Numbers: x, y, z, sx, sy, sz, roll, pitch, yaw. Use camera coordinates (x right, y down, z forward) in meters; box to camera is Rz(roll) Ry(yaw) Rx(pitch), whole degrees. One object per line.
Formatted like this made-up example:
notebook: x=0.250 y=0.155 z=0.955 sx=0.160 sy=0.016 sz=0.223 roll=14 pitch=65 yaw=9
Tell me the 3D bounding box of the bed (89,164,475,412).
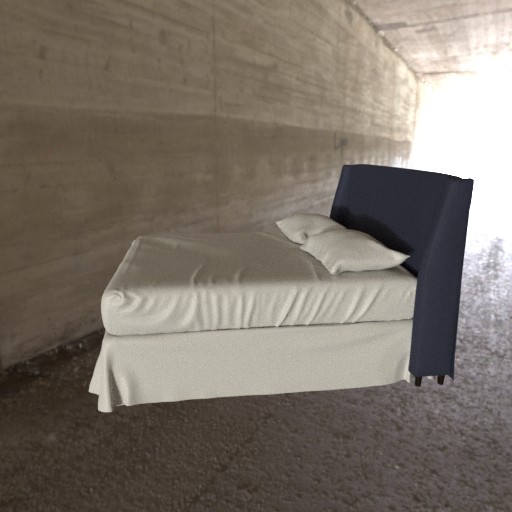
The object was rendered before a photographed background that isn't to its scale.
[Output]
bed: x=0.000 y=0.000 z=3.422 sx=2.276 sy=1.332 sz=1.925 roll=-2 pitch=14 yaw=-8
